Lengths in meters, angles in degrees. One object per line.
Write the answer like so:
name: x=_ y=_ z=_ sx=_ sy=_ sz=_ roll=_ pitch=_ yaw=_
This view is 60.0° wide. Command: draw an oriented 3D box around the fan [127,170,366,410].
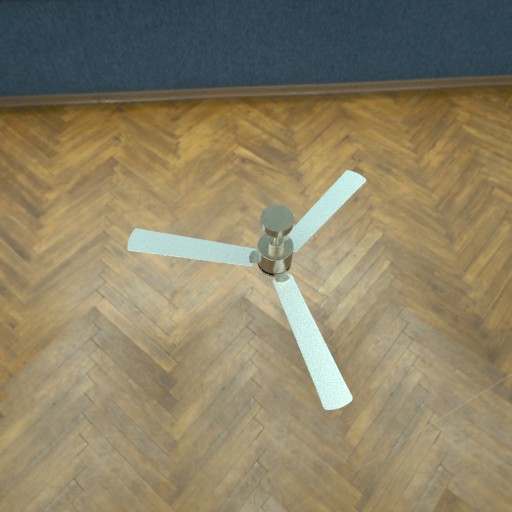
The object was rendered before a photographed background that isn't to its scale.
fan: x=0.000 y=0.000 z=2.403 sx=1.531 sy=0.446 sz=1.561 roll=-2 pitch=58 yaw=-1
